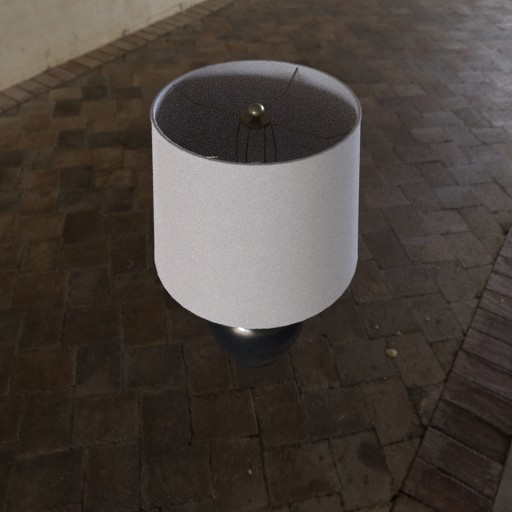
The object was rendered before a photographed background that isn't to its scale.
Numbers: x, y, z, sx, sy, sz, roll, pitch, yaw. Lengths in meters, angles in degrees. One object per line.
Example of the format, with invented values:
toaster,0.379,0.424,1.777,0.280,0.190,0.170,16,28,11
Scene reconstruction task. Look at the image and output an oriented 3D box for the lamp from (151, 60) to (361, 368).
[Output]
lamp,0.000,0.000,0.544,0.239,0.399,0.239,0,47,0
